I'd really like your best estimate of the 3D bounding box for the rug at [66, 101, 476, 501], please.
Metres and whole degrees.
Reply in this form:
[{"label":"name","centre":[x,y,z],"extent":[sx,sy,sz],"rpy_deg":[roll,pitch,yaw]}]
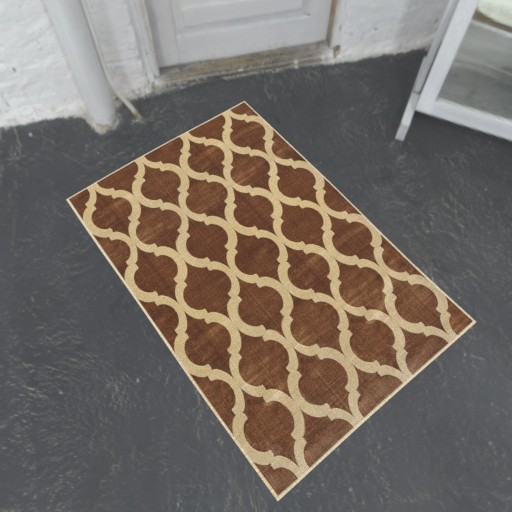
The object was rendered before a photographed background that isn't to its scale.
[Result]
[{"label":"rug","centre":[0.000,0.000,2.813],"extent":[1.522,0.008,2.284],"rpy_deg":[-35,68,-17]}]
